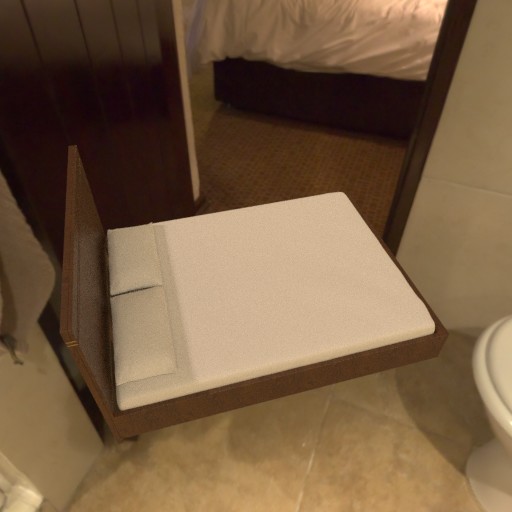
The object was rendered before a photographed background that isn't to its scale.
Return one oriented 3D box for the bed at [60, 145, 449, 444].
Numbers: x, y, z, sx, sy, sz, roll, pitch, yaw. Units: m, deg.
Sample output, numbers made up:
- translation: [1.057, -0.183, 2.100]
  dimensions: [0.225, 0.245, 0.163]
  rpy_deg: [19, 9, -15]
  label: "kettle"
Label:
- translation: [0.000, 0.000, 3.106]
  dimensions: [2.221, 1.169, 1.613]
  rpy_deg: [-11, 46, -11]
  label: "bed"
